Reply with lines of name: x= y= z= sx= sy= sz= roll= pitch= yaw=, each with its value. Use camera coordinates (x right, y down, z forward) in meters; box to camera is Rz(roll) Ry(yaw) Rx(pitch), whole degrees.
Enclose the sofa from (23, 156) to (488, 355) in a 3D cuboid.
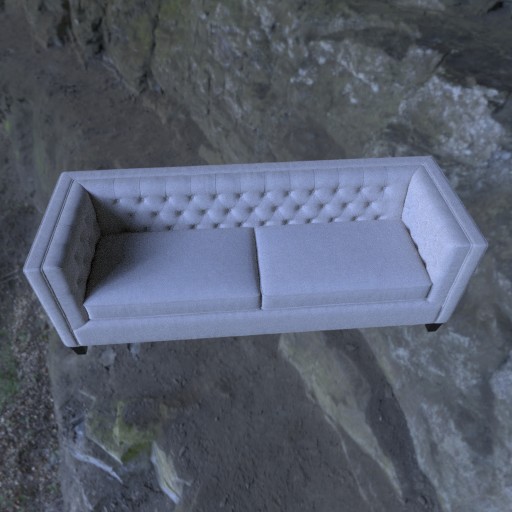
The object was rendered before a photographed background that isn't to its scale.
sofa: x=0.000 y=0.000 z=2.571 sx=2.159 sy=0.762 sz=0.775 roll=-3 pitch=46 yaw=-3
